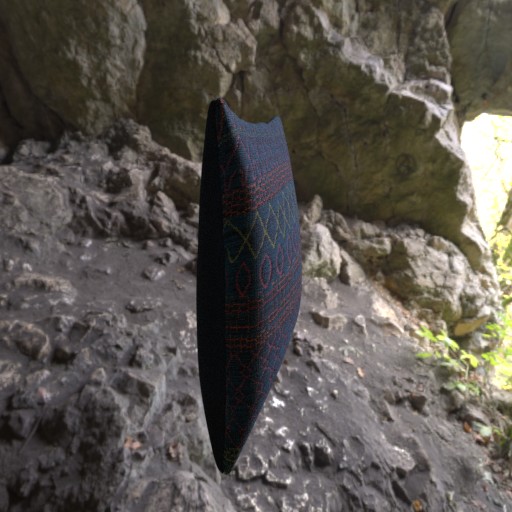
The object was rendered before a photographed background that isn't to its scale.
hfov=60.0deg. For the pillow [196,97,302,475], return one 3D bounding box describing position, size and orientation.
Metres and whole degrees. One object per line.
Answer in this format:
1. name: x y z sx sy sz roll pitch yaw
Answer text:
1. pillow: 0.000 0.000 0.677 0.141 0.431 0.431 3 16 10
